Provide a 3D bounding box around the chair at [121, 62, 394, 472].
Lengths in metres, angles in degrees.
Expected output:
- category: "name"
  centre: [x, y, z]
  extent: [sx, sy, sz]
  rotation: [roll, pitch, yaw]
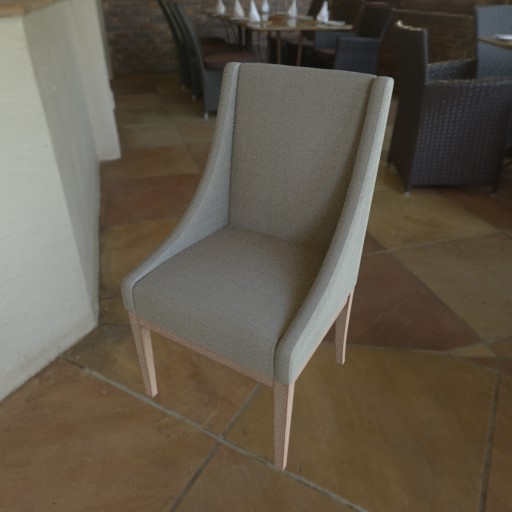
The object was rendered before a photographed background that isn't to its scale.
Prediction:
- category: "chair"
  centre: [0.000, 0.000, 1.376]
  extent: [0.575, 1.021, 0.611]
  rotation: [18, 36, 27]
